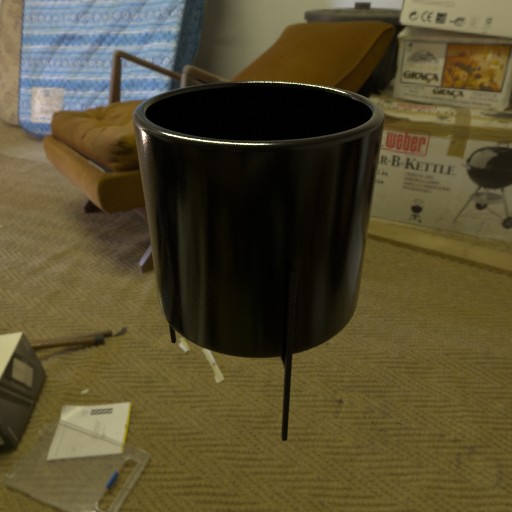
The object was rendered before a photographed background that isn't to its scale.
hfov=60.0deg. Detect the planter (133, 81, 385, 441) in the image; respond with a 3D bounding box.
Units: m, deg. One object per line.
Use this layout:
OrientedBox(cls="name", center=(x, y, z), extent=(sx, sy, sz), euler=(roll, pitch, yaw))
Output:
OrientedBox(cls="planter", center=(0.000, 0.000, 0.652), extent=(0.310, 0.432, 0.310), euler=(1, 32, 1))
